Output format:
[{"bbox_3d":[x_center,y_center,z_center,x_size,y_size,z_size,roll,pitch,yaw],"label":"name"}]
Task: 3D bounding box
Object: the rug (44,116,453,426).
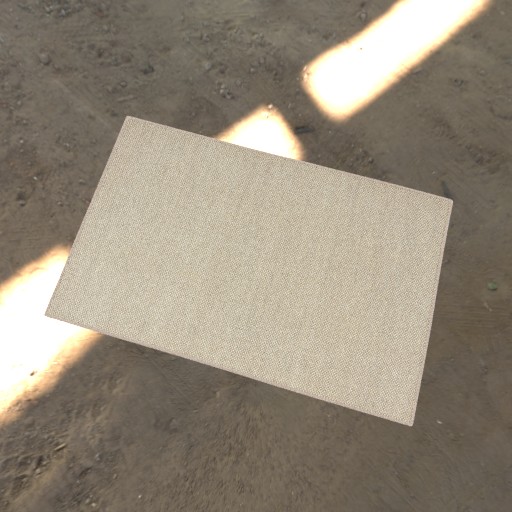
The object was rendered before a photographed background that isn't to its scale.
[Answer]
[{"bbox_3d":[0.000,0.000,2.058,1.676,0.013,1.067,16,75,4],"label":"rug"}]
